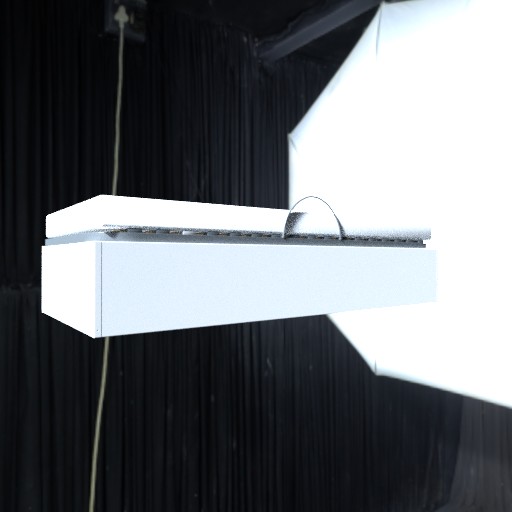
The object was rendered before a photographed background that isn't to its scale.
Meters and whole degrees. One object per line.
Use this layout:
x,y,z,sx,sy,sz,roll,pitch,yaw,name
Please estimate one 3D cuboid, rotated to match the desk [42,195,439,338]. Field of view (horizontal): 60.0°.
0.000,0.000,2.307,1.900,0.526,0.900,0,0,-36,desk
